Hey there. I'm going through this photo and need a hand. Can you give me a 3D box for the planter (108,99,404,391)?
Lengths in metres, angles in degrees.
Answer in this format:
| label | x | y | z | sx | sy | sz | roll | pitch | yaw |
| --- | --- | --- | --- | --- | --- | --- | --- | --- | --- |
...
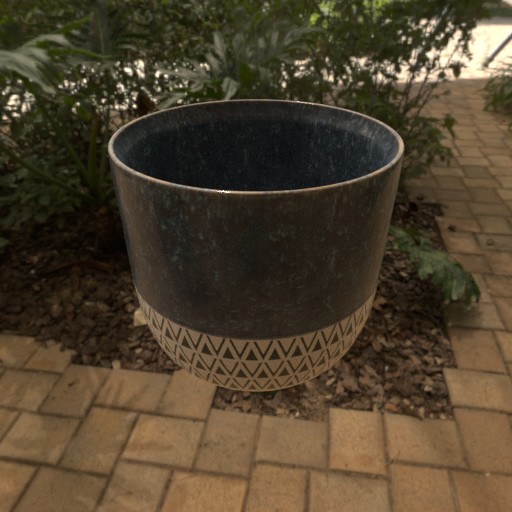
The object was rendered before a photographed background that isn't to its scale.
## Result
| label | x | y | z | sx | sy | sz | roll | pitch | yaw |
| --- | --- | --- | --- | --- | --- | --- | --- | --- | --- |
| planter | 0.000 | 0.000 | 0.484 | 0.266 | 0.270 | 0.266 | 0 | 33 | 0 |
